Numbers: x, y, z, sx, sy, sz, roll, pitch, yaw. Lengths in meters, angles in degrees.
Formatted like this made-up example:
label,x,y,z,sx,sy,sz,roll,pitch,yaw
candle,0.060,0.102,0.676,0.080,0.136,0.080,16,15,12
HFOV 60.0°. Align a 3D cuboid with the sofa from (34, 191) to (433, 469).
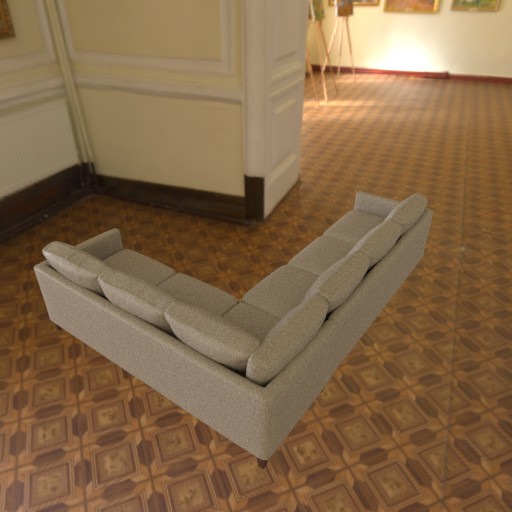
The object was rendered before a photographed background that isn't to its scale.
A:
label,x,y,z,sx,sy,sz,roll,pitch,yaw
sofa,0.000,0.000,4.554,2.593,0.947,3.302,21,38,30
